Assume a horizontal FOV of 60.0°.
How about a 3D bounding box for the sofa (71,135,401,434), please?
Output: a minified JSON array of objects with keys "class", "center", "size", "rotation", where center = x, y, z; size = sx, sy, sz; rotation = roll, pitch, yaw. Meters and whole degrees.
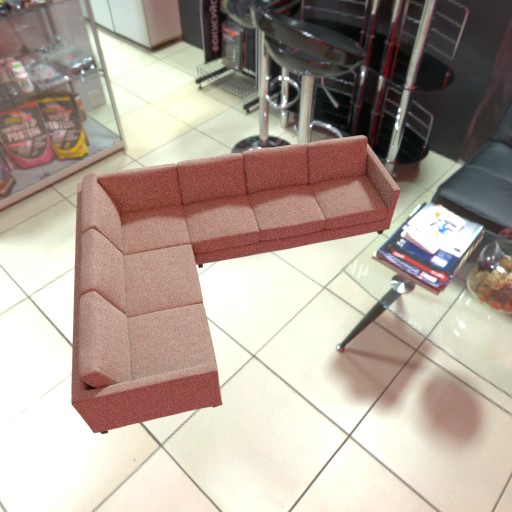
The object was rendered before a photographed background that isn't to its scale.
[{"class":"sofa","center":[0.000,0.000,4.196],"size":[3.182,0.863,2.432],"rotation":[-11,49,-9]}]
